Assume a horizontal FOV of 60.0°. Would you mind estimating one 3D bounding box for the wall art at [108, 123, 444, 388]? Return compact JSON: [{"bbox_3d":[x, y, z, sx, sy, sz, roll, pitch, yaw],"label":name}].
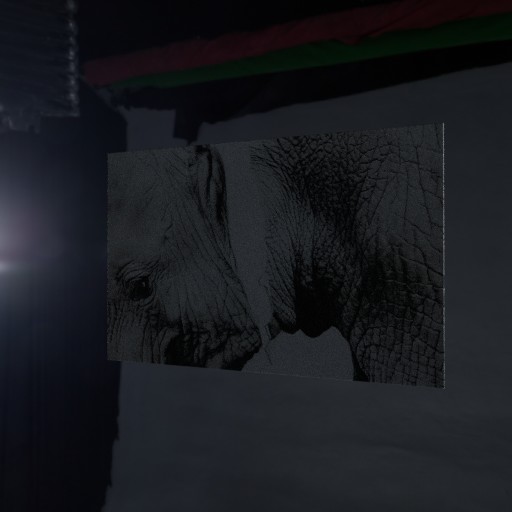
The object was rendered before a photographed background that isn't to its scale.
[{"bbox_3d":[0.000,0.000,1.169,0.914,0.607,0.023,0,0,19],"label":"wall art"}]
